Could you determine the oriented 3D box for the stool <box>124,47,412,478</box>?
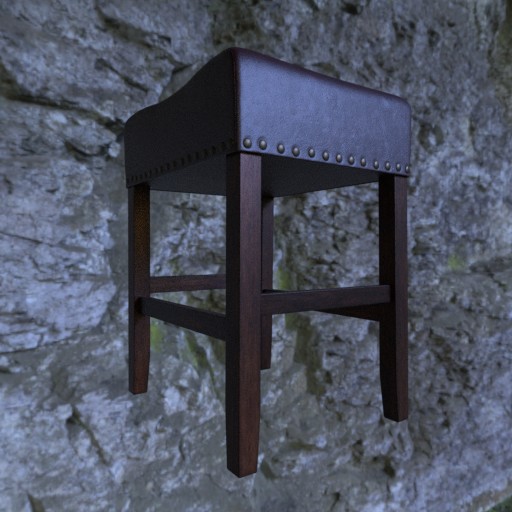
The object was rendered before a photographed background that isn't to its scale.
[{"bbox_3d":[0.000,0.000,0.905,0.397,0.608,0.465,-1,1,-35],"label":"stool"}]
